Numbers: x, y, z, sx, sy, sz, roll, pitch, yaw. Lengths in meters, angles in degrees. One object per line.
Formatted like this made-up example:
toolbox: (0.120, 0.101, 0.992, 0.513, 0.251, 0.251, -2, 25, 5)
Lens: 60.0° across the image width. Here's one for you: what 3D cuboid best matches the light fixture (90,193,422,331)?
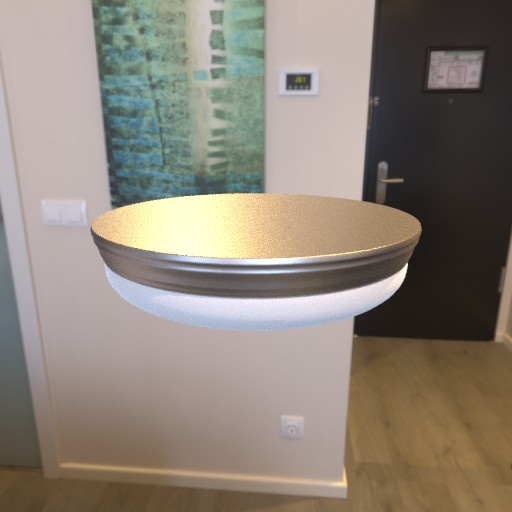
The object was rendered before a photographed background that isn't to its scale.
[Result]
light fixture: (0.000, 0.000, 0.535, 0.368, 0.100, 0.368, 0, 16, 0)
